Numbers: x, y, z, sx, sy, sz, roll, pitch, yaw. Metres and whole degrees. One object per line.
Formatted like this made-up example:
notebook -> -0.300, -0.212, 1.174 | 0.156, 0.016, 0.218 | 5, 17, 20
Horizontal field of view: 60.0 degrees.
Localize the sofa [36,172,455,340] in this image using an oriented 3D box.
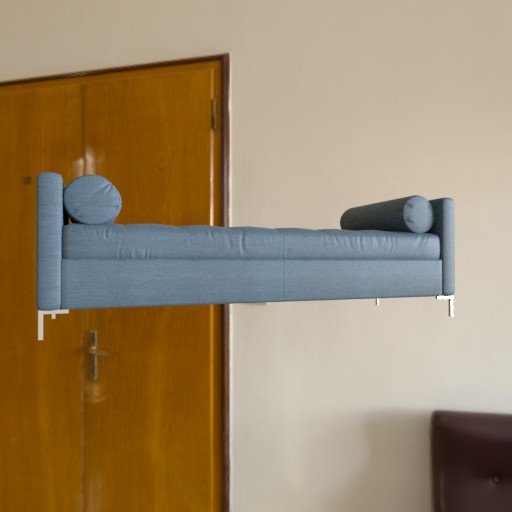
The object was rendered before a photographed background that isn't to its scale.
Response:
sofa -> 0.000, 0.000, 2.290 | 1.981, 0.635, 0.686 | 0, -1, -21
